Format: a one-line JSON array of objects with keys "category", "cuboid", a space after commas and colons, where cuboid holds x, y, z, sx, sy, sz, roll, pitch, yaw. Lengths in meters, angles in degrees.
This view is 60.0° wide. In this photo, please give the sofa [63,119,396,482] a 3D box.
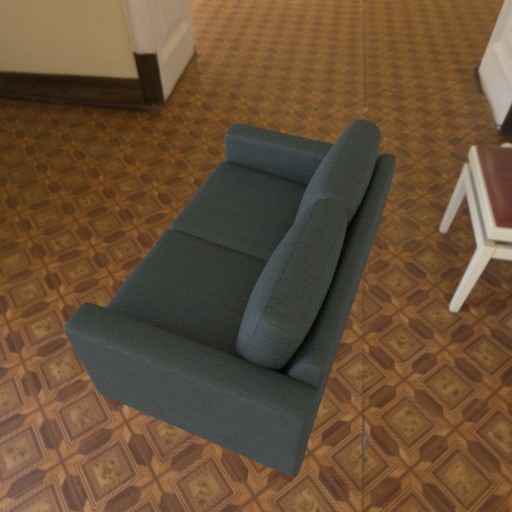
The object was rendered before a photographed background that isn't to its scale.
[{"category": "sofa", "cuboid": [0.000, 0.000, 2.048, 0.955, 0.903, 1.489, 17, 50, 15]}]
